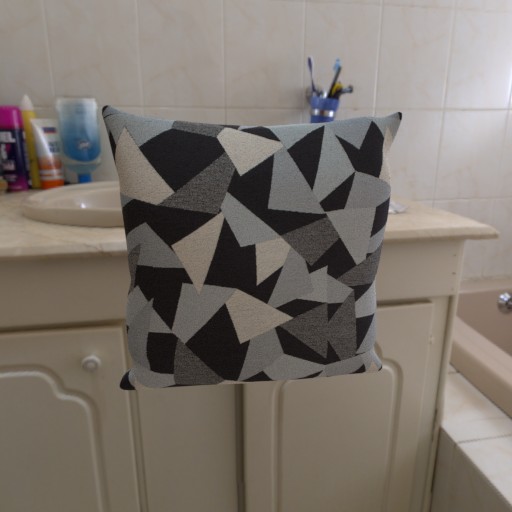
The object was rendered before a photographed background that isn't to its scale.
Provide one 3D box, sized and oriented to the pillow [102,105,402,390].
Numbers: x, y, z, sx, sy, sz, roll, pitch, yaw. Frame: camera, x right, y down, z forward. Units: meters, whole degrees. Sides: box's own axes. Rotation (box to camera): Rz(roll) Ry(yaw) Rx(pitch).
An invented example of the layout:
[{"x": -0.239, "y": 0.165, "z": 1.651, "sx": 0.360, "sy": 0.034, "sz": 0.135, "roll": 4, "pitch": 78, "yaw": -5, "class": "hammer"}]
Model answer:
[{"x": 0.000, "y": 0.000, "z": 0.773, "sx": 0.503, "sy": 0.496, "sz": 0.208, "roll": -2, "pitch": 16, "yaw": -7, "class": "pillow"}]
